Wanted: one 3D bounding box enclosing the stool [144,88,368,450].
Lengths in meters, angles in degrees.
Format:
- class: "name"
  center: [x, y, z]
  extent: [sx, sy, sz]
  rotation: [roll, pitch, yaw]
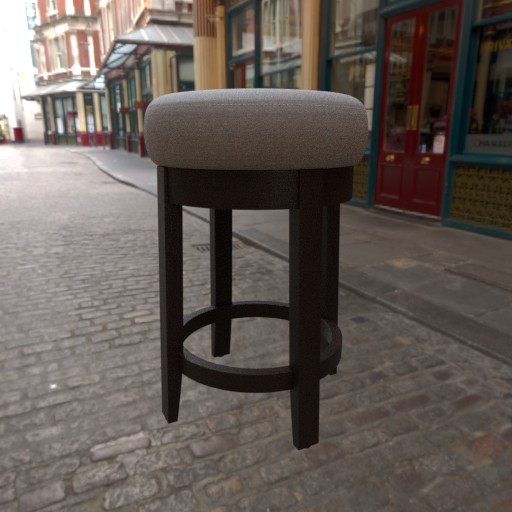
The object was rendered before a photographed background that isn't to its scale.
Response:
- class: "stool"
  center: [0.000, 0.000, 0.966]
  extent: [0.443, 0.672, 0.443]
  rotation: [0, 15, 0]
